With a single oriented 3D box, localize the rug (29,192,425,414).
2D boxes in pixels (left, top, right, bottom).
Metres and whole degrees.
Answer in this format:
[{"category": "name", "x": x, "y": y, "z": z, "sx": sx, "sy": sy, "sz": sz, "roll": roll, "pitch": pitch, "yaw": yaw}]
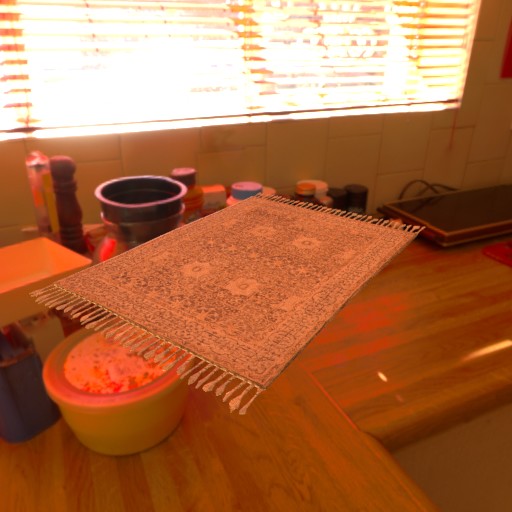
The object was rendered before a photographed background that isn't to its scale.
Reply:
[{"category": "rug", "x": 0.000, "y": 0.000, "z": 3.085, "sx": 1.619, "sy": 0.023, "sz": 2.465, "roll": 17, "pitch": 31, "yaw": 32}]
